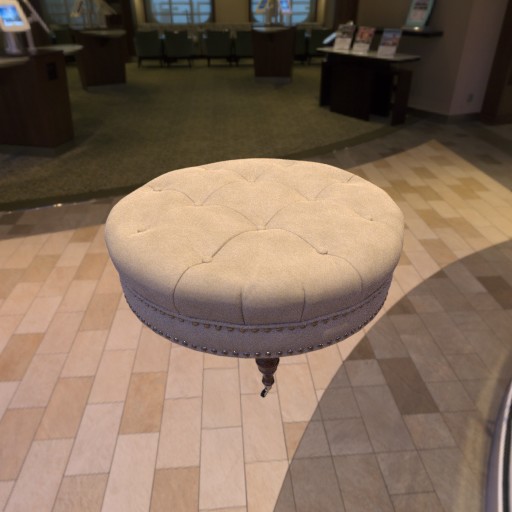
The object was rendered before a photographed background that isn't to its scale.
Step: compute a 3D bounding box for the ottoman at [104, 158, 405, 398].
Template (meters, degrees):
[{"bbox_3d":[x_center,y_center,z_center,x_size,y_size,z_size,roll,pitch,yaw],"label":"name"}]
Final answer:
[{"bbox_3d":[0.000,0.000,1.436,0.901,0.439,0.901,0,31,0],"label":"ottoman"}]
